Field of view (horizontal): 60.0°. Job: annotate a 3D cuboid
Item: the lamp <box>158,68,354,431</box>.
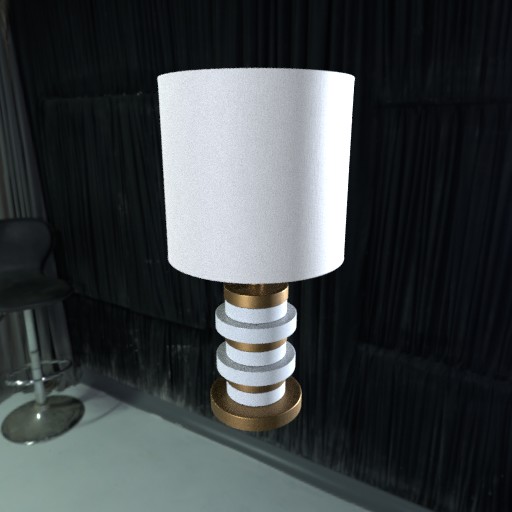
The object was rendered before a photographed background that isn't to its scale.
[{"bbox_3d":[0.000,0.000,0.540,0.210,0.410,0.210,8,19,26],"label":"lamp"}]
